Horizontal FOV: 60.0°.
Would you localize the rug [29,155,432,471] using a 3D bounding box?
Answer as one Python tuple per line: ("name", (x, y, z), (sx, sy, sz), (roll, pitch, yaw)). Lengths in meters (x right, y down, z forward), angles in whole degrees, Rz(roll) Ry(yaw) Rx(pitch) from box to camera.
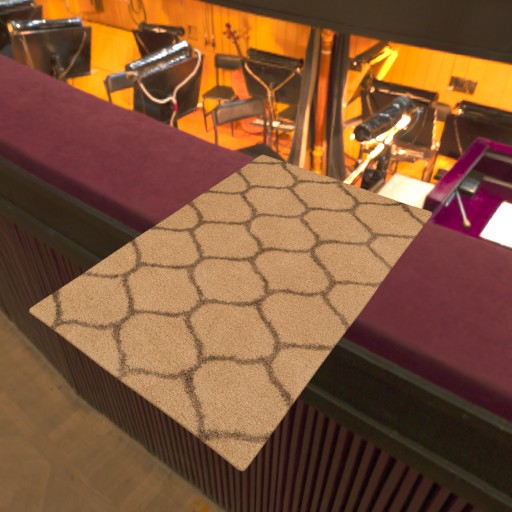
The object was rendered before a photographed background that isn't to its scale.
("rug", (0.000, 0.000, 3.379), (1.801, 0.026, 2.701), (25, 46, 27))
